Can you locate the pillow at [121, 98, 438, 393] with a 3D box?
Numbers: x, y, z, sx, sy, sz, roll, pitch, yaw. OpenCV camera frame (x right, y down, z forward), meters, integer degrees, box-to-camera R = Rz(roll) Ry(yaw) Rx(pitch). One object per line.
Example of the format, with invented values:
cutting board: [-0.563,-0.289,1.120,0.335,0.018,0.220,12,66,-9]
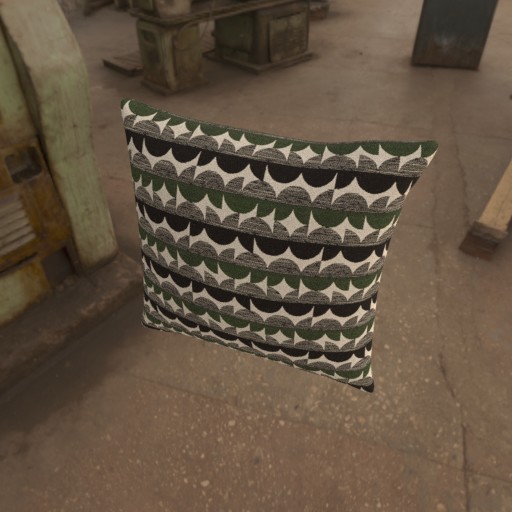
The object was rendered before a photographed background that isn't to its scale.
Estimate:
pillow: [0.000,0.000,0.656,0.419,0.404,0.180,13,42,15]
